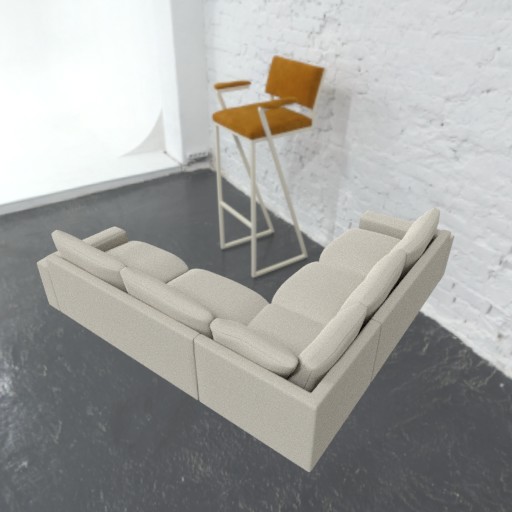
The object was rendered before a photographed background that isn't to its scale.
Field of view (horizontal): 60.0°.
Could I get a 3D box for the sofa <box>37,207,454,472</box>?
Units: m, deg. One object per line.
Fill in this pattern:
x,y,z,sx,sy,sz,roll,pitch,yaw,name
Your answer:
0.000,0.000,4.715,3.206,0.918,3.066,21,38,30,sofa
